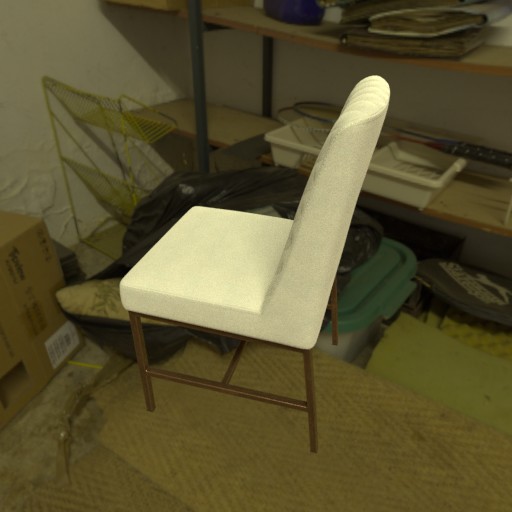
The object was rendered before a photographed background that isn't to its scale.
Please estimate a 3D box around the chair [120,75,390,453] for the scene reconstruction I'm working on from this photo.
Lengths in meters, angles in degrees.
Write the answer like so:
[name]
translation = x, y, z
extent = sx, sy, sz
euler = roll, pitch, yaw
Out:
[chair]
translation = 0.000, 0.000, 1.253
extent = 0.597, 0.933, 0.503
euler = 8, 32, 14
